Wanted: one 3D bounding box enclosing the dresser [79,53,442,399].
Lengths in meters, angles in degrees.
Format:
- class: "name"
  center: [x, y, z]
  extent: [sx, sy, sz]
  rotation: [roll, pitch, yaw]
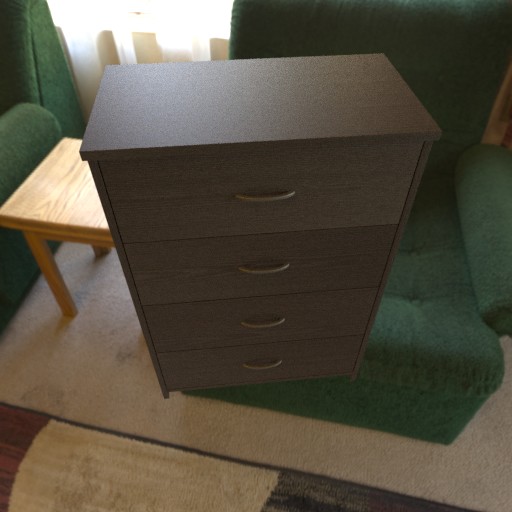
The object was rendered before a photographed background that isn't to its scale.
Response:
- class: "dresser"
  center: [0.000, 0.000, 1.348]
  extent: [0.704, 1.020, 0.399]
  rotation: [-4, 46, -4]
